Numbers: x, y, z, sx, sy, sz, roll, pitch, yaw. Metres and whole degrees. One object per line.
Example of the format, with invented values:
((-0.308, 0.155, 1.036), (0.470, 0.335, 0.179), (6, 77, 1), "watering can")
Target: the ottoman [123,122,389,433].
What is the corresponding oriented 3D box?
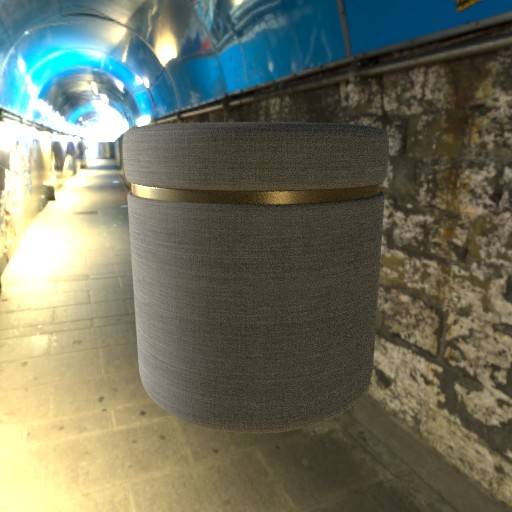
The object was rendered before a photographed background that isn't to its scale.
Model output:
((0.000, 0.000, 0.733), (0.400, 0.406, 0.400), (0, 14, 0), "ottoman")
